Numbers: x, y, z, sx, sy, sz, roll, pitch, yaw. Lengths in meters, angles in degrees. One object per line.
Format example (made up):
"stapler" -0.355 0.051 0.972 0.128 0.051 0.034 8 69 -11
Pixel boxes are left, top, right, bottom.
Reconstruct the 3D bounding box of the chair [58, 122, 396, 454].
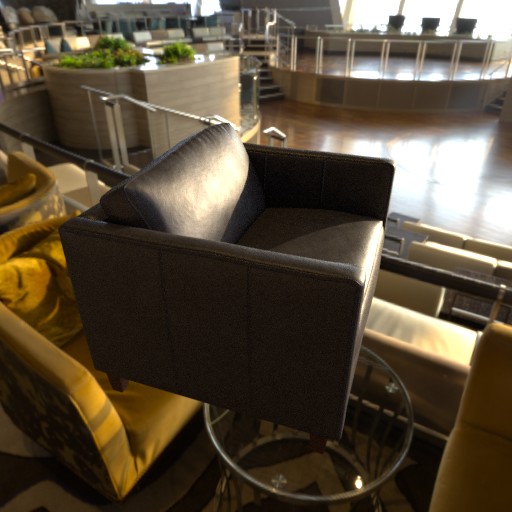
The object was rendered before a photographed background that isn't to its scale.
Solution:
"chair" 0.000 0.000 1.612 0.862 0.811 0.939 10 32 17
